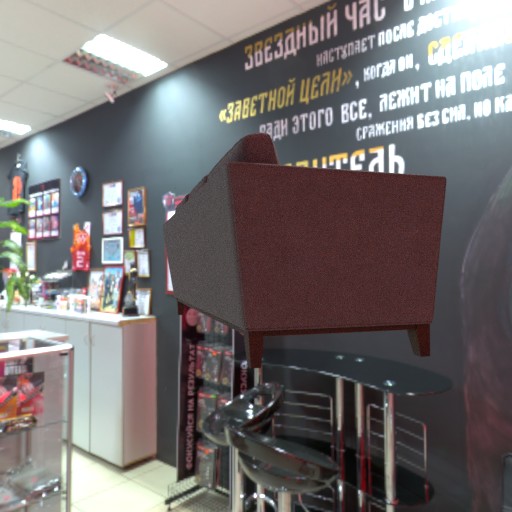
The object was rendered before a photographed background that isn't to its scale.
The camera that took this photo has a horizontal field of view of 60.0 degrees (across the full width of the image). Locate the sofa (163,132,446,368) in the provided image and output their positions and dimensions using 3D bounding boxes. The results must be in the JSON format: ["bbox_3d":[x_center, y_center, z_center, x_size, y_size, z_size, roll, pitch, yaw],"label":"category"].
[{"bbox_3d":[0.000,0.000,2.864,0.965,0.940,2.387,1,-2,-17],"label":"sofa"}]
